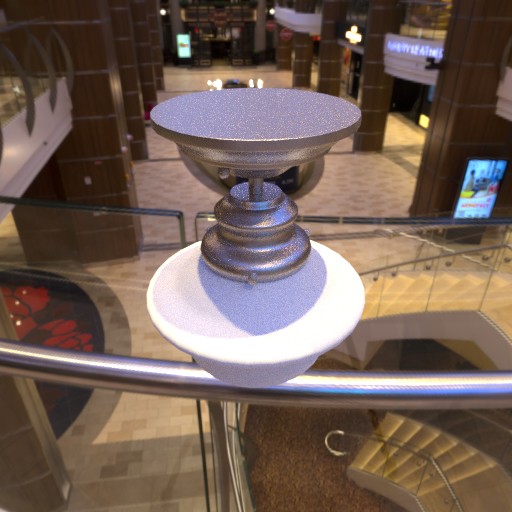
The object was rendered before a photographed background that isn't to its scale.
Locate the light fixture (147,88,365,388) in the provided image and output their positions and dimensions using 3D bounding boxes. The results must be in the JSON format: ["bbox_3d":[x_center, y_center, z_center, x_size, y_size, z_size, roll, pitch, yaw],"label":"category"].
[{"bbox_3d":[0.000,0.000,0.391,0.199,0.254,0.199,0,32,0],"label":"light fixture"}]
